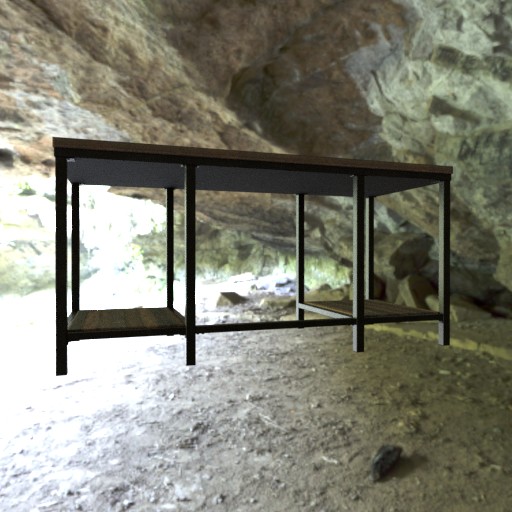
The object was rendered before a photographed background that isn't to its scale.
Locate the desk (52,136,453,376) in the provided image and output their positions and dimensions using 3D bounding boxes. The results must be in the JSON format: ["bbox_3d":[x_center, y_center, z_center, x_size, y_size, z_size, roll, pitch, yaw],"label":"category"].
[{"bbox_3d":[0.000,0.000,1.919,1.538,0.753,0.617,0,0,-18],"label":"desk"}]
